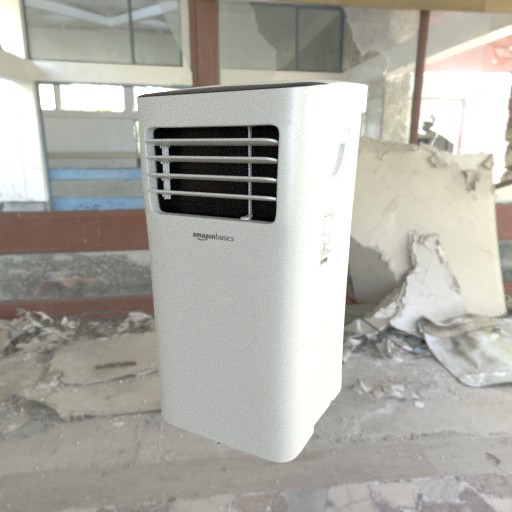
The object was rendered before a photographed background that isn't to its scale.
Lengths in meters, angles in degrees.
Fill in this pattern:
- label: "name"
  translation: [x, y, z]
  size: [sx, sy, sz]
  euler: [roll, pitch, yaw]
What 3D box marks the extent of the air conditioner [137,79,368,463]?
- label: "air conditioner"
  translation: [0.000, 0.000, 0.935]
  size: [0.352, 0.716, 0.369]
  euler: [8, 16, 28]
